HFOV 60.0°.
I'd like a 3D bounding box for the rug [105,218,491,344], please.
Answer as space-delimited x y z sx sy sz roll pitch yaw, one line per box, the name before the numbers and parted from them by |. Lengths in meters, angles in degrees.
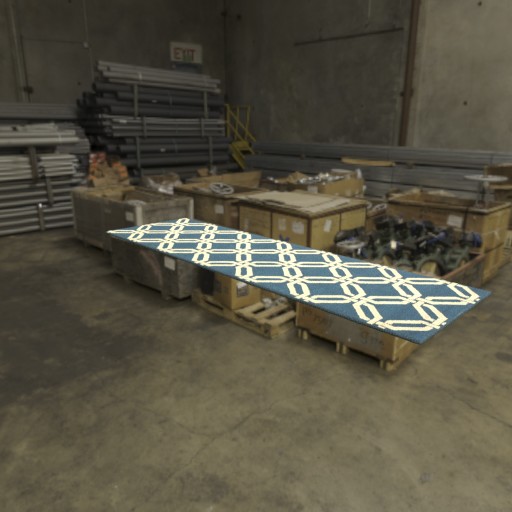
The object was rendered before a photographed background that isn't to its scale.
rug | 0.000 0.000 2.502 0.678 0.014 2.276 -16 22 -42
